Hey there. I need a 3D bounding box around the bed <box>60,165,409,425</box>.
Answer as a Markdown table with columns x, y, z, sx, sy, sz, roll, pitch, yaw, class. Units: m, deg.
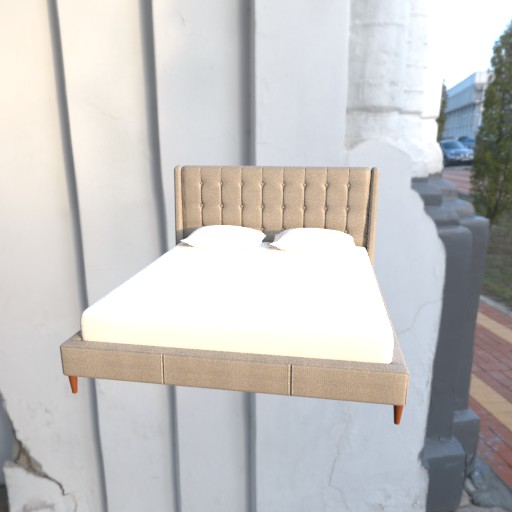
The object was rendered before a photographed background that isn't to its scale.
| x | y | z | sx | sy | sz | roll | pitch | yaw | class |
| --- | --- | --- | --- | --- | --- | --- | --- | --- | --- |
| 0.000 | 0.000 | 3.574 | 2.062 | 1.289 | 2.342 | 2 | 15 | 9 | bed |
